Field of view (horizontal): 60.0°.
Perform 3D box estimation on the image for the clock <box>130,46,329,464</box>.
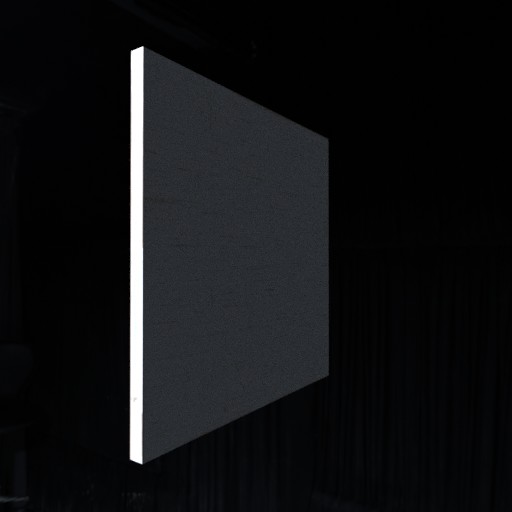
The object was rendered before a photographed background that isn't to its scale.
[{"bbox_3d":[0.000,0.000,1.044,0.032,0.705,0.705,0,-1,35],"label":"clock"}]
